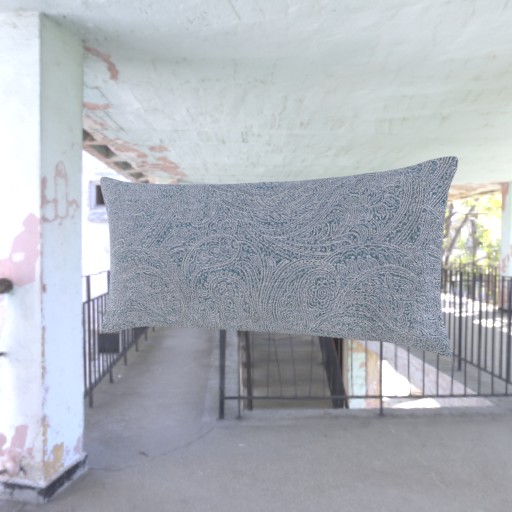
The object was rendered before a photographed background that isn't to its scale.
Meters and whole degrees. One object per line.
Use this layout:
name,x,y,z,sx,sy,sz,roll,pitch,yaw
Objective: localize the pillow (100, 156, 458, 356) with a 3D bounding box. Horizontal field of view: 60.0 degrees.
pillow,0.000,0.000,0.741,0.615,0.295,0.151,1,2,18
